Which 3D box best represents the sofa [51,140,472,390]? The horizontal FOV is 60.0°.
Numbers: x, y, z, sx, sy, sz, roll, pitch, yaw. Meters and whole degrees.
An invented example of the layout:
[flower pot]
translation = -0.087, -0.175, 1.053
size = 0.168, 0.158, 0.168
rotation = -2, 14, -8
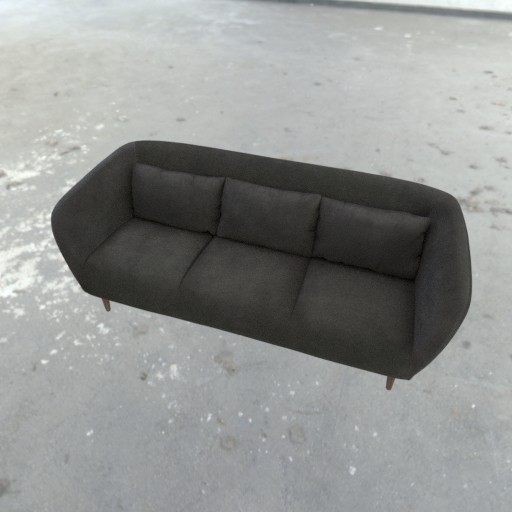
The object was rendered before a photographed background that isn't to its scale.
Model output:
[sofa]
translation = 0.000, 0.000, 2.707
size = 2.296, 0.875, 0.956
rotation = 13, 42, 14
